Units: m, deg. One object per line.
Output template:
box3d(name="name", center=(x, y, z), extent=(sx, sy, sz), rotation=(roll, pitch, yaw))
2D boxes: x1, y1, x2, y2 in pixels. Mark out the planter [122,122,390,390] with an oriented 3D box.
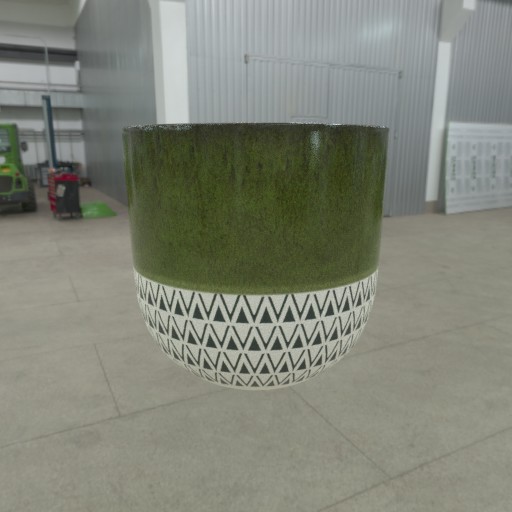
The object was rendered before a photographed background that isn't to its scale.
box3d(name="planter", center=(0.000, 0.000, 0.489), extent=(0.266, 0.270, 0.266), rotation=(0, 14, 0))
